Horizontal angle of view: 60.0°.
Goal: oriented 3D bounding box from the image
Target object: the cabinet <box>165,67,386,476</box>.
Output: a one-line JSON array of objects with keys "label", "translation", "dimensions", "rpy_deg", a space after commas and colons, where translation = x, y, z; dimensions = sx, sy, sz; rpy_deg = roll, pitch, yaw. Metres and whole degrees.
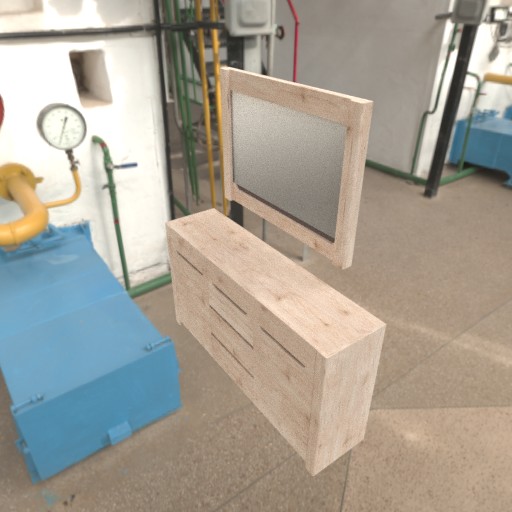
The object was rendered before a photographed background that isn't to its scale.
[{"label": "cabinet", "translation": [0.000, 0.000, 2.716], "dimensions": [0.420, 1.981, 1.700], "rpy_deg": [-21, 37, -30]}]
